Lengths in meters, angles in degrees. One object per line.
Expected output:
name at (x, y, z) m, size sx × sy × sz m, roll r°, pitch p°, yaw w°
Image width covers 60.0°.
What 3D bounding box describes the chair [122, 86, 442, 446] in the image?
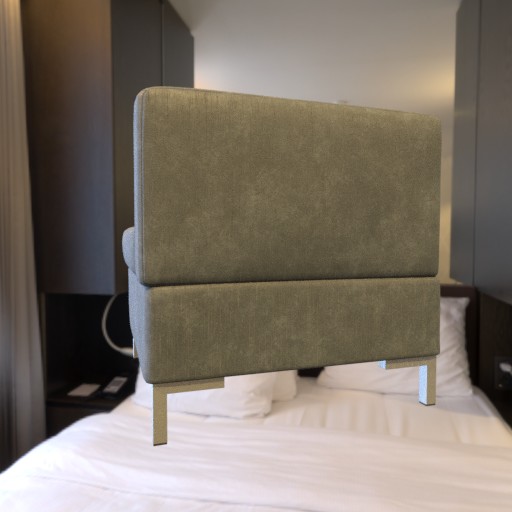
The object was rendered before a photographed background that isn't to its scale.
chair at (0.000, 0.000, 1.191) m, size 0.680 × 0.660 × 0.680 m, roll -1°, pitch 3°, yaw -19°
